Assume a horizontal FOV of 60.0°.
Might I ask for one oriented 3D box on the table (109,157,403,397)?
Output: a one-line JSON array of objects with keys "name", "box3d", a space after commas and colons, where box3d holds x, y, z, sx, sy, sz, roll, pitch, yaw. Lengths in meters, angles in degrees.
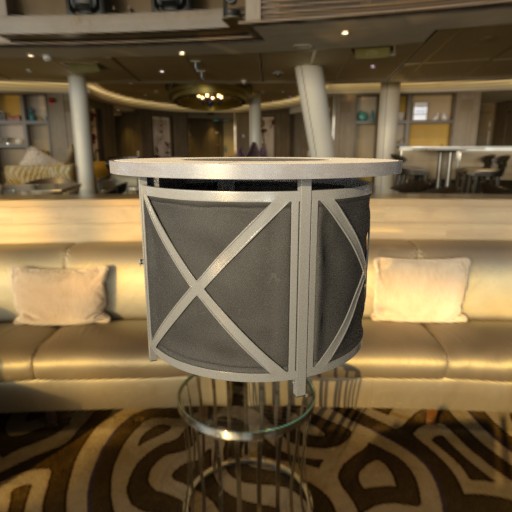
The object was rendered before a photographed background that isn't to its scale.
[{"name": "table", "box3d": [0.000, 0.000, 1.526, 0.914, 0.650, 0.914, 0, 14, 0]}]
